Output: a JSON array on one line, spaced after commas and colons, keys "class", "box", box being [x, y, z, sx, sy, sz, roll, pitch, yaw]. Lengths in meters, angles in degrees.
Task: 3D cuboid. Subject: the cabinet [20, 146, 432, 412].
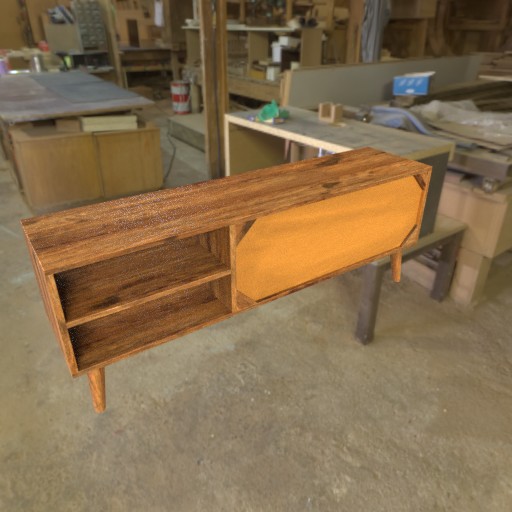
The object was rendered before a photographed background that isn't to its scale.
[{"class": "cabinet", "box": [0.000, 0.000, 1.663, 1.448, 0.528, 0.349, -18, 34, -29]}]
